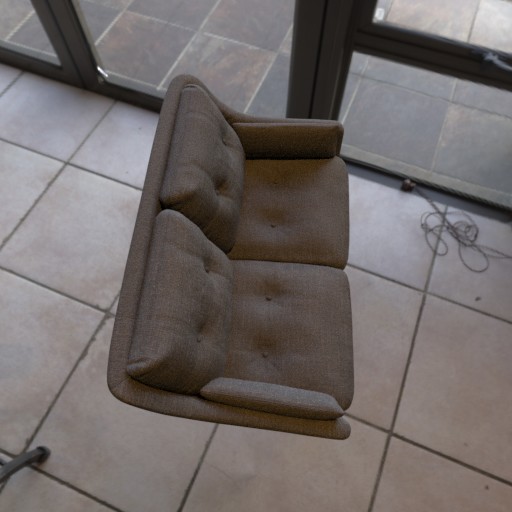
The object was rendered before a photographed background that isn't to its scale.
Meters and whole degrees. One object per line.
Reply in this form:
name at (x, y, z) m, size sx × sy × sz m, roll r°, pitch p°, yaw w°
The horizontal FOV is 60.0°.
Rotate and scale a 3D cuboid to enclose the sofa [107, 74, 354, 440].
sofa at (0.000, 0.000, 2.194) m, size 0.976 × 0.887 × 1.646 m, roll 4°, pitch 64°, yaw 2°
